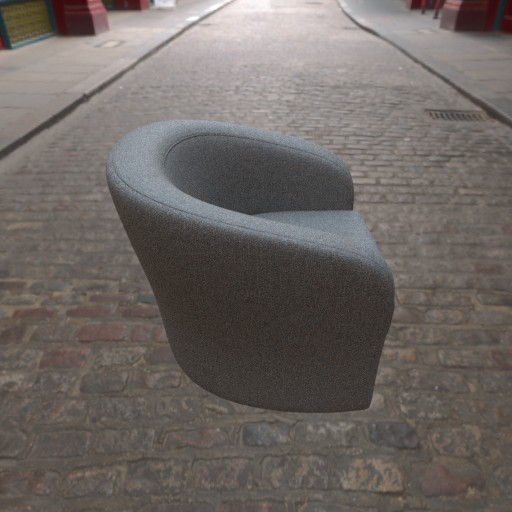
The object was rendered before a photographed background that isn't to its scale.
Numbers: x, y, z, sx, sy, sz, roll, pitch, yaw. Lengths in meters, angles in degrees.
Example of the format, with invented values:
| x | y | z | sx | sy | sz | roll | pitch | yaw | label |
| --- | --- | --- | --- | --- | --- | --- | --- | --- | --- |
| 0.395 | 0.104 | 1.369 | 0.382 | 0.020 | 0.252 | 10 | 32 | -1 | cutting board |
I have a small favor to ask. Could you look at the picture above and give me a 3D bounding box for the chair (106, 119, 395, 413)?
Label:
| x | y | z | sx | sy | sz | roll | pitch | yaw | label |
| --- | --- | --- | --- | --- | --- | --- | --- | --- | --- |
| 0.000 | 0.000 | 1.454 | 0.815 | 0.771 | 0.791 | 1 | 33 | 1 | chair |
